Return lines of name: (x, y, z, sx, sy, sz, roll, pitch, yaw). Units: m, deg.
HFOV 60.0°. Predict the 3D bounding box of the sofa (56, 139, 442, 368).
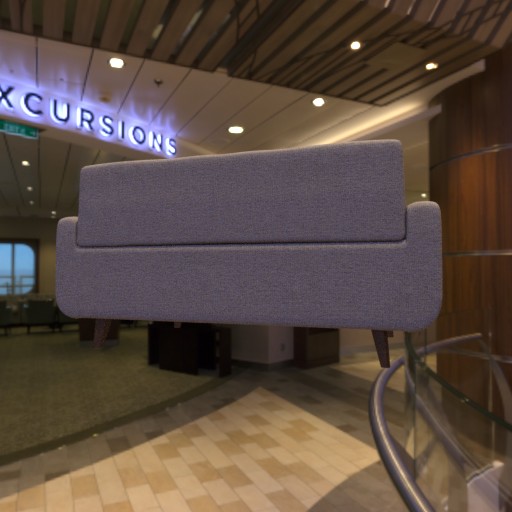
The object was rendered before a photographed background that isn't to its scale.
sofa: (0.000, 0.000, 2.186, 1.631, 0.841, 0.909, -1, -2, 18)
